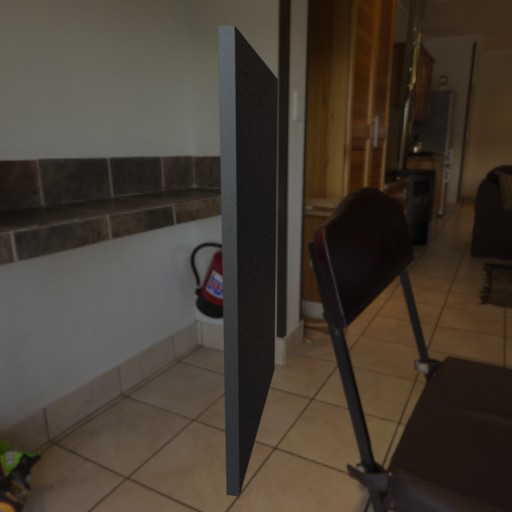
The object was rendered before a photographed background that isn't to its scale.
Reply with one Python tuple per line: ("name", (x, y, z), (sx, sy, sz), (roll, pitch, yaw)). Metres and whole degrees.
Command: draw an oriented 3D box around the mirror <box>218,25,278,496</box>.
("mirror", (0.000, 0.000, 1.480), (0.038, 1.219, 0.762), (2, 14, 10))
